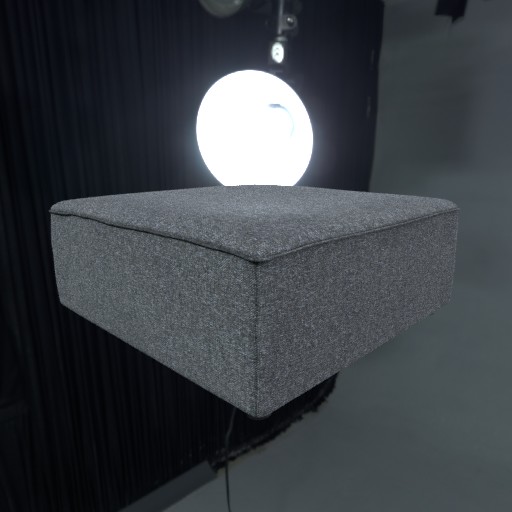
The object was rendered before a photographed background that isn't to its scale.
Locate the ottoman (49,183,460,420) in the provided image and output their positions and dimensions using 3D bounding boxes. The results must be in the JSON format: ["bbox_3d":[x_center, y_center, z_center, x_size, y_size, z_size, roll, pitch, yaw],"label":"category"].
[{"bbox_3d":[0.000,0.000,1.547,1.021,0.423,1.017,-14,20,-43],"label":"ottoman"}]
